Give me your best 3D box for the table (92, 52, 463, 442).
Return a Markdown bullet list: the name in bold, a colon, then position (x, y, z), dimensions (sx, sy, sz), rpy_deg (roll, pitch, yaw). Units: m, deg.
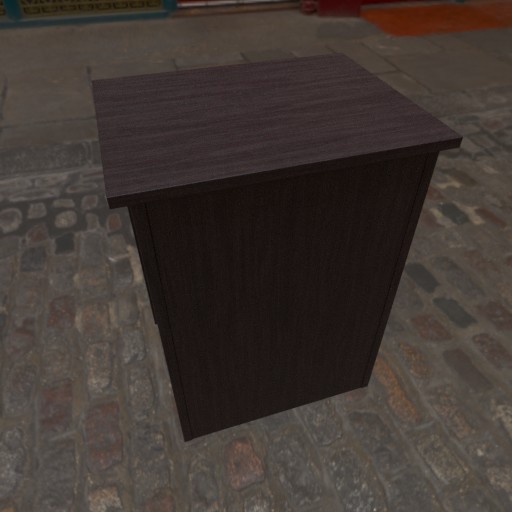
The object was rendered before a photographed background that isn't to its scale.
- **table**: position (0.000, 0.000, 0.904), dimensions (0.480, 0.635, 0.381), rpy_deg (-12, 43, -13)
